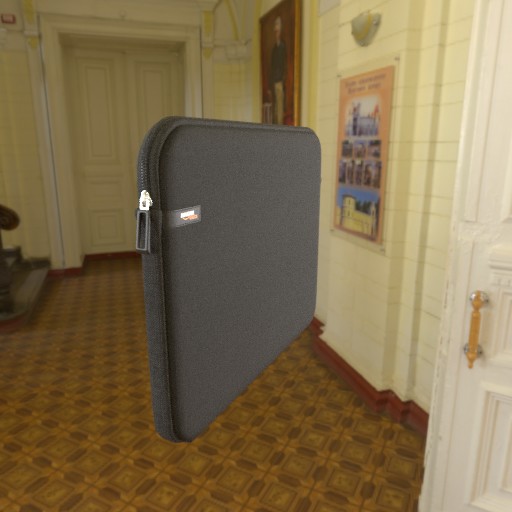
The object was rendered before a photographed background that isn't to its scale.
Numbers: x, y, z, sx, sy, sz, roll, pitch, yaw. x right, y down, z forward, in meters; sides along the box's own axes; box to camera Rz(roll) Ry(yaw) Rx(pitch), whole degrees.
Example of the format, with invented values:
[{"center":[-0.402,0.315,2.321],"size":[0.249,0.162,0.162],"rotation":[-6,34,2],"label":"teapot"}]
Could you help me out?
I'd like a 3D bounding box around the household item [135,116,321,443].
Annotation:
[{"center":[0.000,0.000,0.529],"size":[0.030,0.305,0.396],"rotation":[7,16,26],"label":"household item"}]
